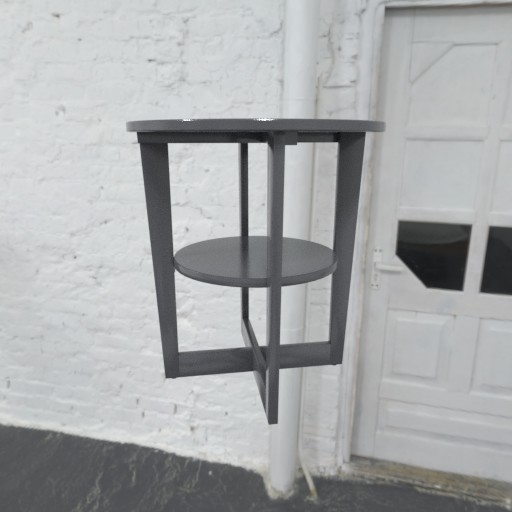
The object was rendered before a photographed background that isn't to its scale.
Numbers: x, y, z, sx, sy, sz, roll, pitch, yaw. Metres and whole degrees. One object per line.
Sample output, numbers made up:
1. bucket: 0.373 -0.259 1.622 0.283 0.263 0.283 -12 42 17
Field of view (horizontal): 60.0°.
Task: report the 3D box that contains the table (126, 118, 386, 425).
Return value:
1. table: 0.000 0.000 0.956 0.500 0.550 0.500 0 15 0
